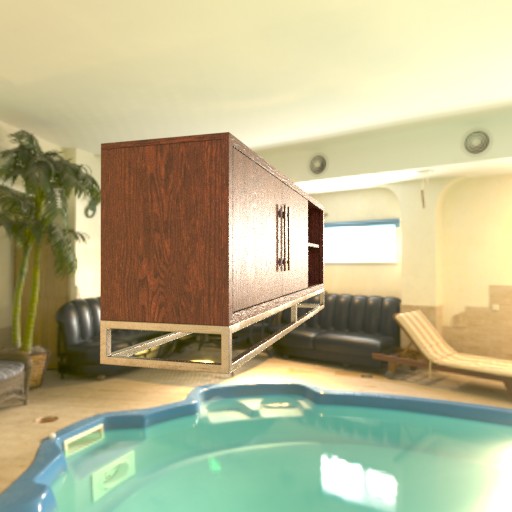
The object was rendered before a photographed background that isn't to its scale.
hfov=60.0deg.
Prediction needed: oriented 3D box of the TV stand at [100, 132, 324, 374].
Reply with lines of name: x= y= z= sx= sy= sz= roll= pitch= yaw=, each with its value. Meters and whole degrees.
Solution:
TV stand: x=0.000 y=0.000 z=1.842 sx=0.382 sy=0.578 sz=1.541 roll=0 pitch=-1 yaw=17
